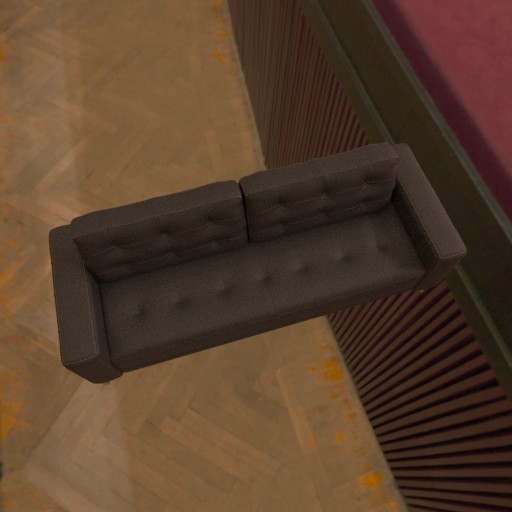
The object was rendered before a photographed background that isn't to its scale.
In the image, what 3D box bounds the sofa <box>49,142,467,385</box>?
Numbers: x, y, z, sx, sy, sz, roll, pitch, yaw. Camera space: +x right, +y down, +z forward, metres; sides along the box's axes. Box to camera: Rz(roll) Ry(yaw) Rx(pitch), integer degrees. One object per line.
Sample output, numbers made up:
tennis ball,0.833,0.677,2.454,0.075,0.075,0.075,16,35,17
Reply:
sofa,0.000,0.000,2.668,2.275,0.893,0.833,-15,65,-7
